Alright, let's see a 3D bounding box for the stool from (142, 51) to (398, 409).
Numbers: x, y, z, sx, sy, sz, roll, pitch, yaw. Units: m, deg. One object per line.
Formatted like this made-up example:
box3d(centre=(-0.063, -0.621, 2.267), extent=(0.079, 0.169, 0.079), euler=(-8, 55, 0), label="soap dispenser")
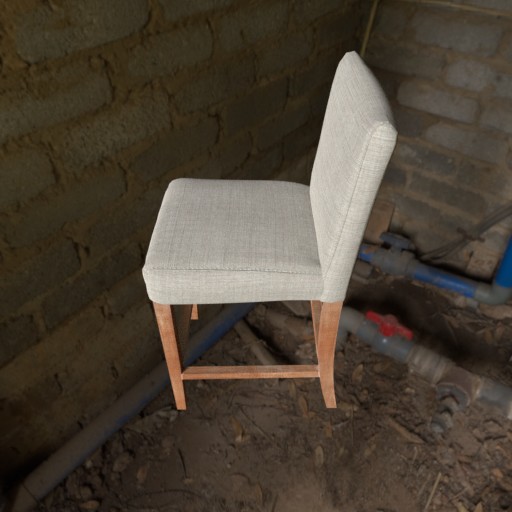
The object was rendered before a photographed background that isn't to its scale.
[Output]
box3d(centre=(0.000, 0.000, 1.323), extent=(0.567, 1.039, 0.454), euler=(0, 42, 0), label="stool")
